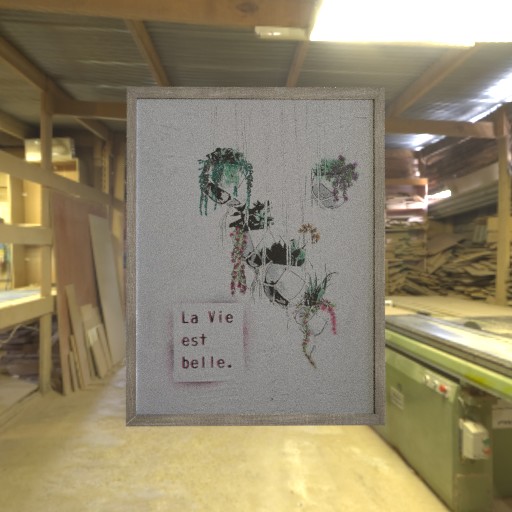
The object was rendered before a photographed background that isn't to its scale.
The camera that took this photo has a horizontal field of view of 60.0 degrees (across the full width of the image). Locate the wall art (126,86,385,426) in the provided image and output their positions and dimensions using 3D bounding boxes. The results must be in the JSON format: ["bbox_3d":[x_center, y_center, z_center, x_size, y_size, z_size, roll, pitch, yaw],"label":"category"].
[{"bbox_3d":[0.000,0.000,1.352,0.781,1.022,0.035,0,0,-1],"label":"wall art"}]
